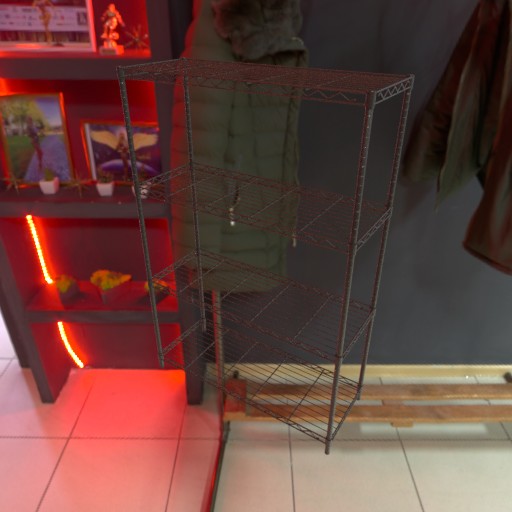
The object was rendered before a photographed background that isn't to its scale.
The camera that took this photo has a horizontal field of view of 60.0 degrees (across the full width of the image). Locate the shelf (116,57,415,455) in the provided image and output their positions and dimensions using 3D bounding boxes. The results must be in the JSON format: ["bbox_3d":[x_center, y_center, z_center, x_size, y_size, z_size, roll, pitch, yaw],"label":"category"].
[{"bbox_3d":[0.000,0.000,1.744,0.907,1.361,0.352,18,34,28],"label":"shelf"}]
